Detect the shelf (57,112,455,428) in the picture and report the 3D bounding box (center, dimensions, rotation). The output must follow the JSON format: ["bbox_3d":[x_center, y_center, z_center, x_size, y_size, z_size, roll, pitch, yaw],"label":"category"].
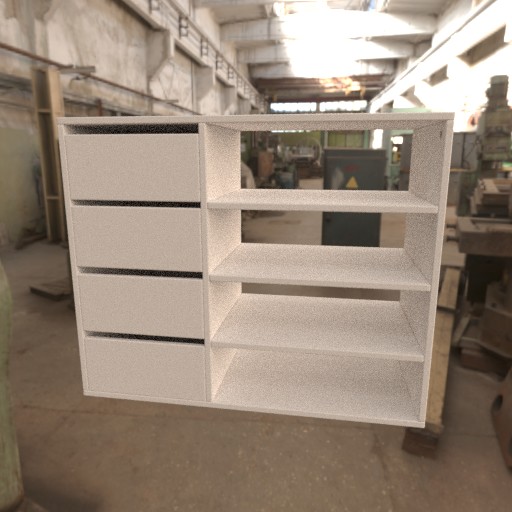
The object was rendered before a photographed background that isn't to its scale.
[{"bbox_3d":[0.000,0.000,1.252,0.895,0.732,0.396,2,13,9],"label":"shelf"}]
